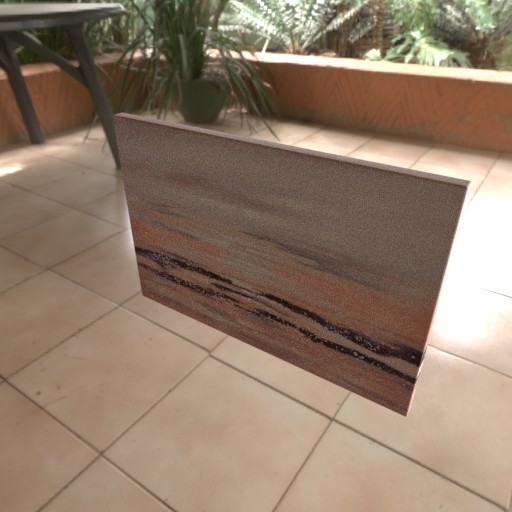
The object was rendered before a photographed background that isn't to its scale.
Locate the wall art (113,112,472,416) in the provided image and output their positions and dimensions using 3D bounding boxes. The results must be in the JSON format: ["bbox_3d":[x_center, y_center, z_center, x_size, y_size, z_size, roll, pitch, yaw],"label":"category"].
[{"bbox_3d":[0.000,0.000,1.162,0.913,0.609,0.038,19,36,28],"label":"wall art"}]
